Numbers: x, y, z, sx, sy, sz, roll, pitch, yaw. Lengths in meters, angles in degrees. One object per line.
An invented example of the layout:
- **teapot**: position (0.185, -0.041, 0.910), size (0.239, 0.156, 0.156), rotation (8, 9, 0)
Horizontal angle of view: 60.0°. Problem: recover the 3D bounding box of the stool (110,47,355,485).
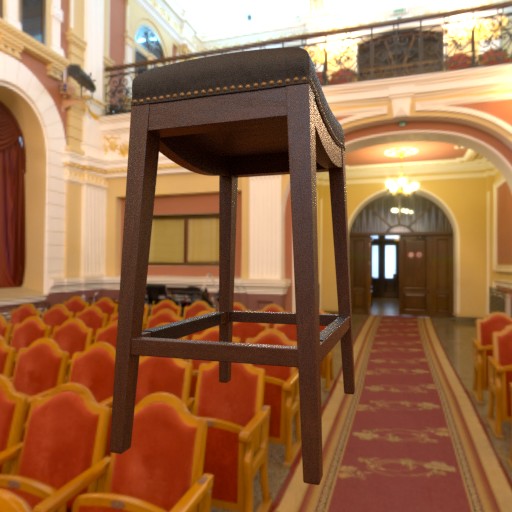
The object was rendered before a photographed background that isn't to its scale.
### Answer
- **stool**: position (0.000, 0.000, 0.923), size (0.353, 0.664, 0.490), rotation (0, -1, 18)
